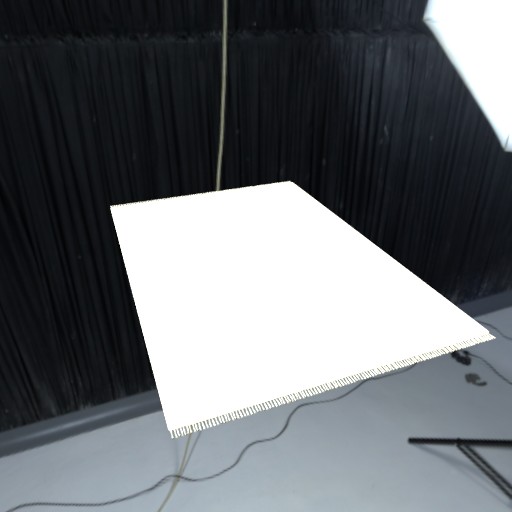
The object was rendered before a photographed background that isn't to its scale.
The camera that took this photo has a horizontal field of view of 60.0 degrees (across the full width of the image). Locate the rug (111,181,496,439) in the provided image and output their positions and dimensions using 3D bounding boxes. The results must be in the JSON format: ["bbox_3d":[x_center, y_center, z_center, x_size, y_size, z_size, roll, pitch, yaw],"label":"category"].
[{"bbox_3d":[0.000,0.000,2.712,1.514,0.011,2.233,-11,31,-18],"label":"rug"}]
